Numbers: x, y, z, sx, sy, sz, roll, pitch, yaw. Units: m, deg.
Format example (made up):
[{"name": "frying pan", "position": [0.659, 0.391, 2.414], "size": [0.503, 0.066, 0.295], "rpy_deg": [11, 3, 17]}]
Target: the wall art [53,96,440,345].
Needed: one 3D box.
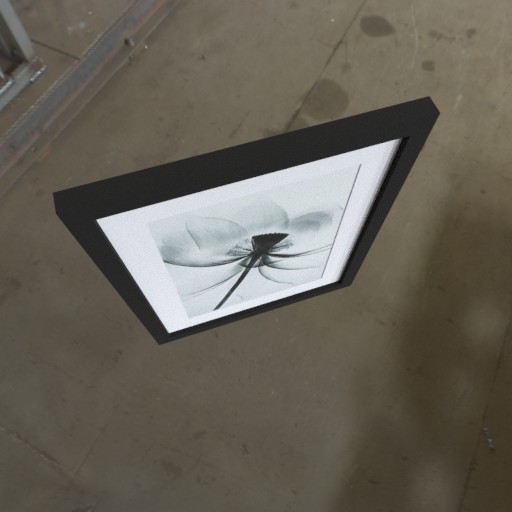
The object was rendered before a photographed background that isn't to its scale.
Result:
[{"name": "wall art", "position": [0.000, 0.000, 0.760], "size": [0.457, 0.559, 0.029], "rpy_deg": [-16, 66, -8]}]
